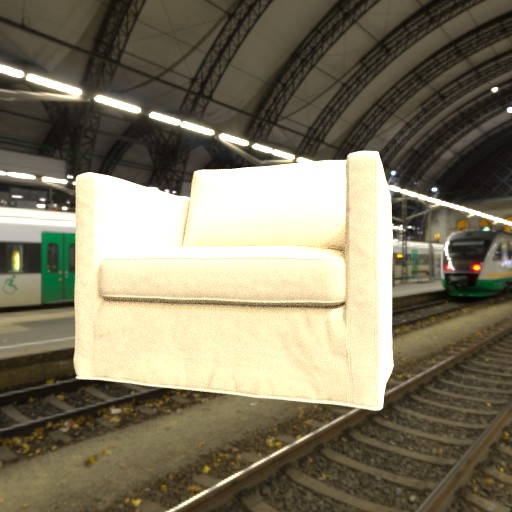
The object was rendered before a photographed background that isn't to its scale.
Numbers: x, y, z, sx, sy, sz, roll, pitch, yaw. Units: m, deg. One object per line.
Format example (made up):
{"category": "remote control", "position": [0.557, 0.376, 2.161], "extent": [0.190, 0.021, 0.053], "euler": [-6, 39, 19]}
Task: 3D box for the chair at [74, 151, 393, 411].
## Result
{"category": "chair", "position": [0.000, 0.000, 1.797], "extent": [1.057, 0.851, 0.947], "euler": [0, -1, 19]}
